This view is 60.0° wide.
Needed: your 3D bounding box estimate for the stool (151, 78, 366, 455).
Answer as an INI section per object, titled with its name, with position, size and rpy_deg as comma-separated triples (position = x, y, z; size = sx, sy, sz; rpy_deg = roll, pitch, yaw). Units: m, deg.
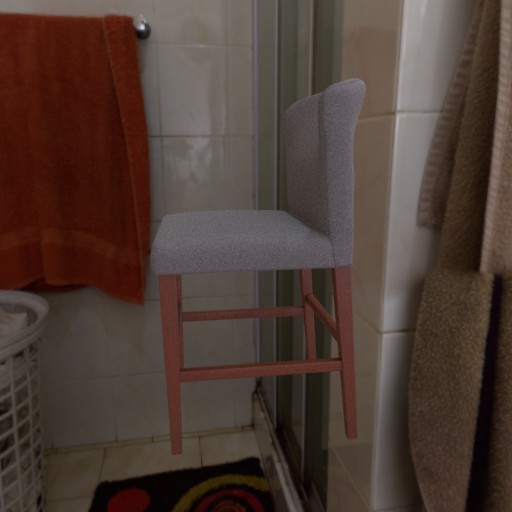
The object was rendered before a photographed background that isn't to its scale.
[stool]
position = 0.000, 0.000, 1.306
size = 0.568, 0.968, 0.481
rpy_deg = -2, 14, -8
